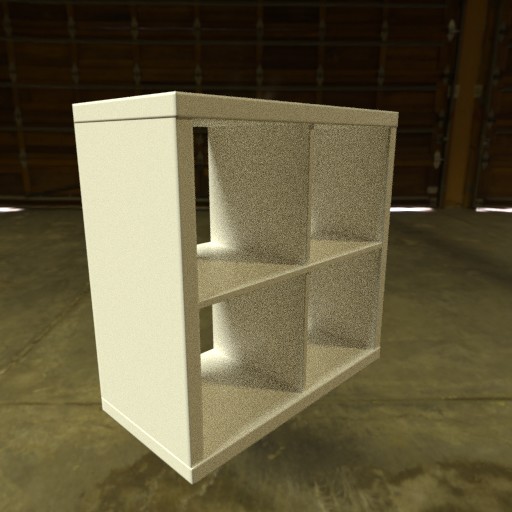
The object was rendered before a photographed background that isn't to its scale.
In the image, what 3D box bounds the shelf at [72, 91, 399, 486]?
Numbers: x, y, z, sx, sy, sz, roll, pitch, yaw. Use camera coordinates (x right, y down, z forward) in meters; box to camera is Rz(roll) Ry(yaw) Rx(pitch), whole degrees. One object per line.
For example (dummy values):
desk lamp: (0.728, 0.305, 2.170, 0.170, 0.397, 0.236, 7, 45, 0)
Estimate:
shelf: (0.000, 0.000, 1.244, 0.390, 0.786, 0.790, 14, 20, 42)
